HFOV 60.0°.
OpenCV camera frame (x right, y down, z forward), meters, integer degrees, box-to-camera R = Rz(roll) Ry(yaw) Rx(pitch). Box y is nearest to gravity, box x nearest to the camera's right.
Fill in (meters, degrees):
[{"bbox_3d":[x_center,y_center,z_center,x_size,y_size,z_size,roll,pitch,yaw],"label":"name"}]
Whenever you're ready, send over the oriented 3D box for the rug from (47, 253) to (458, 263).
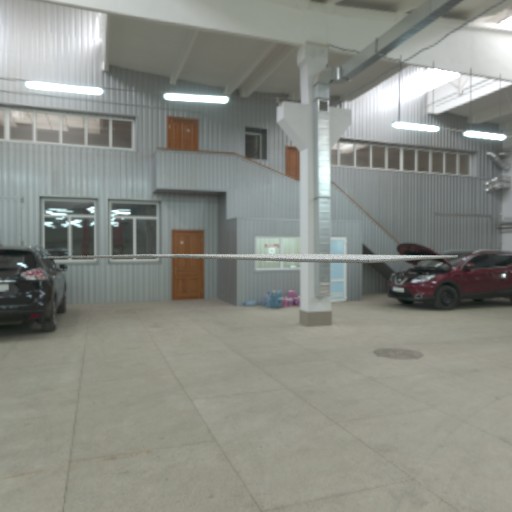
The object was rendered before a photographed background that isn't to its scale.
[{"bbox_3d":[0.000,0.000,4.312,3.202,0.045,2.434,0,1,35],"label":"rug"}]
